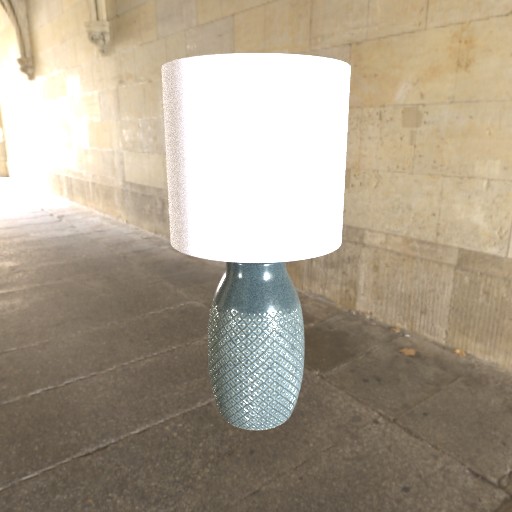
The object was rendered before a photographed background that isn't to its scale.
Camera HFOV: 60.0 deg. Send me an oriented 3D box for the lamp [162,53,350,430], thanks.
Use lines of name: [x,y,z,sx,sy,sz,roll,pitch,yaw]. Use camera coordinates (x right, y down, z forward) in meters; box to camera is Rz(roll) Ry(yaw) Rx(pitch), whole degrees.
lamp: [0.000,0.000,0.579,0.217,0.453,0.217,2,16,8]
